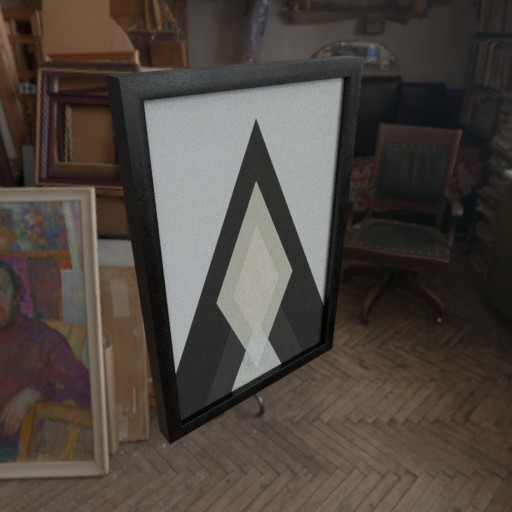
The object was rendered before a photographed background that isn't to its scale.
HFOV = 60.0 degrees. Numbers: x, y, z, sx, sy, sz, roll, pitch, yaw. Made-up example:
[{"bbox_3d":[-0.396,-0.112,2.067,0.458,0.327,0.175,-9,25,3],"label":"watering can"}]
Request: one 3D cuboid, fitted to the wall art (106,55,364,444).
[{"bbox_3d":[0.000,0.000,0.574,0.313,0.457,0.031,-21,35,-33],"label":"wall art"}]
